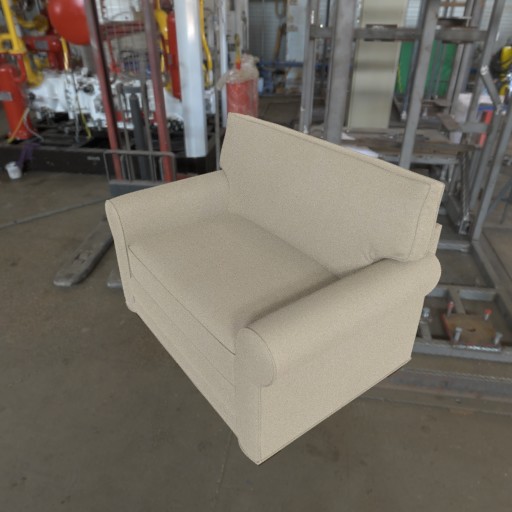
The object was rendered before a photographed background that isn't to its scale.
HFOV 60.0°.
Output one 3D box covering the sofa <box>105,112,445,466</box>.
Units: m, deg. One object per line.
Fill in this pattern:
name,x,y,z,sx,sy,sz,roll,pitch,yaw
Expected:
sofa,0.000,0.000,2.082,0.937,1.006,1.405,-21,37,-31
